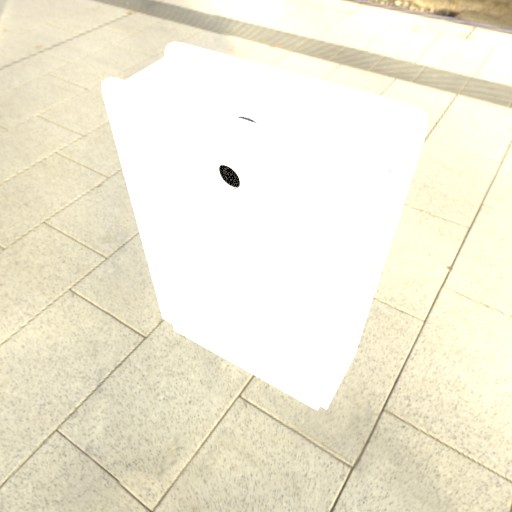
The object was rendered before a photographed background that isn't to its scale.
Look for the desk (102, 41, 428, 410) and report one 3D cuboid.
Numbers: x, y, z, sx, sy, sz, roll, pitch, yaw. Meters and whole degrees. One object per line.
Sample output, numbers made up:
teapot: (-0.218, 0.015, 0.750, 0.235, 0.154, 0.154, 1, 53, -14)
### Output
desk: (0.000, 0.000, 1.523, 0.795, 1.190, 0.278, 24, 52, 21)
